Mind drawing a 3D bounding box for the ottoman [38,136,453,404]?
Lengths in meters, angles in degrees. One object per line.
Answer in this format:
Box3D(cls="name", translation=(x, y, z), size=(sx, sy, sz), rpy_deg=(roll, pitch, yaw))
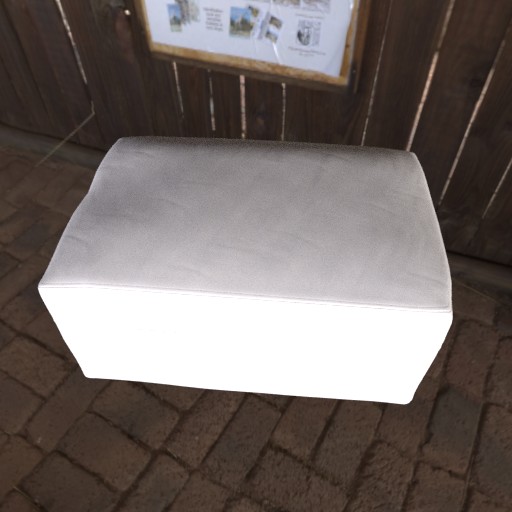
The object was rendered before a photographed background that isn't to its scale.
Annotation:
Box3D(cls="ottoman", translation=(0.000, 0.000, 1.187), size=(0.872, 0.444, 0.590), rpy_deg=(4, 48, 3))
